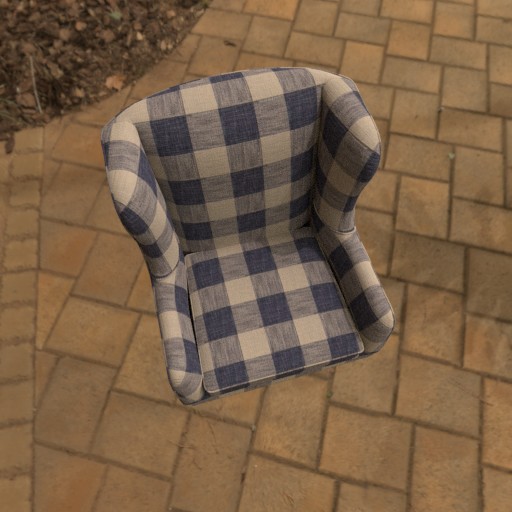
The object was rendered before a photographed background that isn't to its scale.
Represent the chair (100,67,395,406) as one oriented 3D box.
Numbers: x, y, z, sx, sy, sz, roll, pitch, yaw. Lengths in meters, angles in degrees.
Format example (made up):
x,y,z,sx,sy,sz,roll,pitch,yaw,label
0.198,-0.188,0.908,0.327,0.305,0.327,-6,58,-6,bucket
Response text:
x,y,z,sx,sy,sz,roll,pitch,yaw,label
0.000,0.000,1.719,0.830,1.041,0.889,-14,65,-6,chair
